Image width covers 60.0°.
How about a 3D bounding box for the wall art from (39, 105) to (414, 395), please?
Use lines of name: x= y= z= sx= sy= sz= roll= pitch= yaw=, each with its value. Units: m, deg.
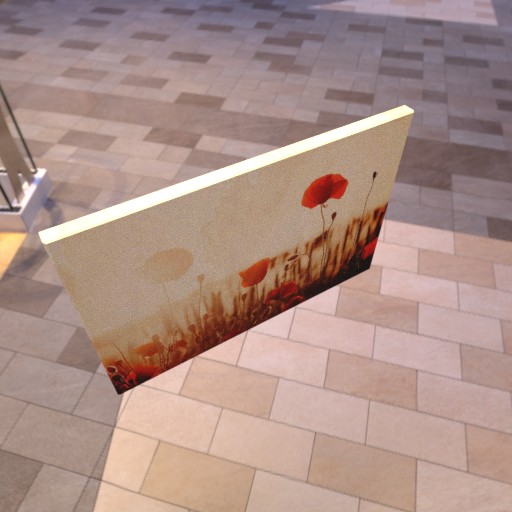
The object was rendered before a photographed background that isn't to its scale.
wall art: x=0.000 y=0.000 z=1.189 sx=0.918 sy=0.602 sz=0.038 roll=-24 pitch=51 yaw=-21
